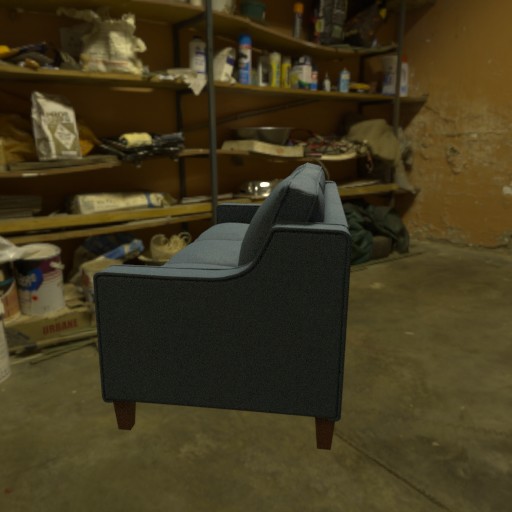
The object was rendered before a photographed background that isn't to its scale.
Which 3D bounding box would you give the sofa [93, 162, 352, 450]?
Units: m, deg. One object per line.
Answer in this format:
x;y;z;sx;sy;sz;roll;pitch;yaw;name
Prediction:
0.000;0.000;2.487;0.911;0.974;1.986;2;14;8;sofa
